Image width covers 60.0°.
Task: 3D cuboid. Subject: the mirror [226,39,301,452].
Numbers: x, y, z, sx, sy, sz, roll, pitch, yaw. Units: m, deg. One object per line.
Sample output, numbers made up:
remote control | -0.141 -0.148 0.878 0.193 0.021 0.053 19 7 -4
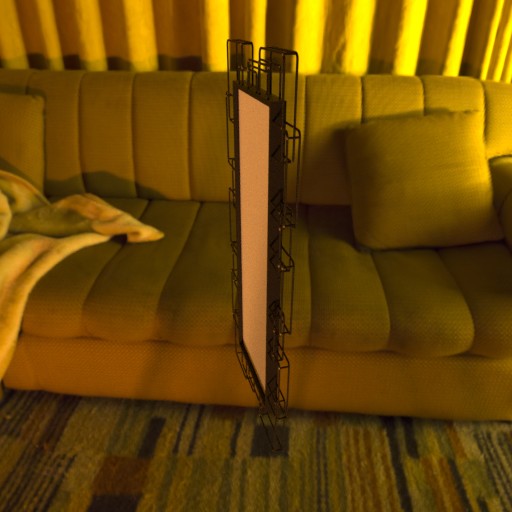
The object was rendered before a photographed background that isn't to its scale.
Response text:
mirror | 0.000 0.000 1.380 0.037 1.192 0.565 -8 30 -14
